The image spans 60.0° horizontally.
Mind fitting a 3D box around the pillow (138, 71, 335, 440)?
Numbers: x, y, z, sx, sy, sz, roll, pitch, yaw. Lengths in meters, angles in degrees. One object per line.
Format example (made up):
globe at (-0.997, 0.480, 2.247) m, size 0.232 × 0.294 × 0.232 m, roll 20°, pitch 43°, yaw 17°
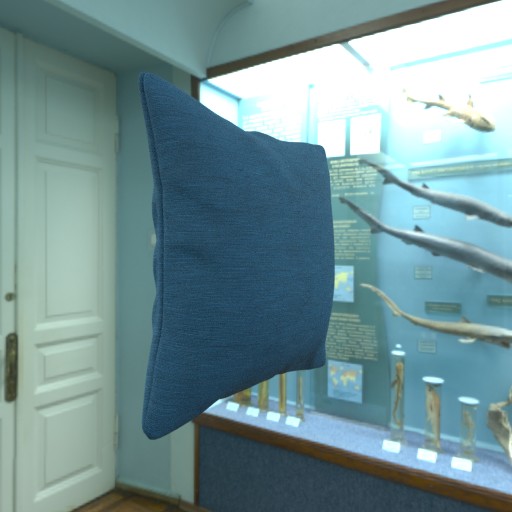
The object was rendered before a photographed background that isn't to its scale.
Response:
pillow at (0.000, 0.000, 0.672) m, size 0.177 × 0.420 × 0.437 m, roll 0°, pitch 0°, yaw 36°
